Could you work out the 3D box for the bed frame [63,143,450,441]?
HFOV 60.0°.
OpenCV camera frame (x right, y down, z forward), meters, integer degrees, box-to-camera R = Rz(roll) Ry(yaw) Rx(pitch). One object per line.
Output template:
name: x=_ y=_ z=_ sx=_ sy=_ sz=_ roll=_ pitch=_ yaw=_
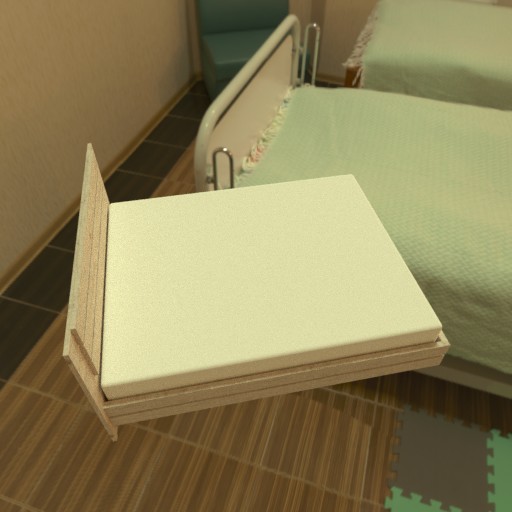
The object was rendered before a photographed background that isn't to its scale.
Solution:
bed frame: x=0.000 y=0.000 z=3.019 sx=2.080 sy=0.970 sz=1.750 roll=-8 pitch=47 yaw=-8
